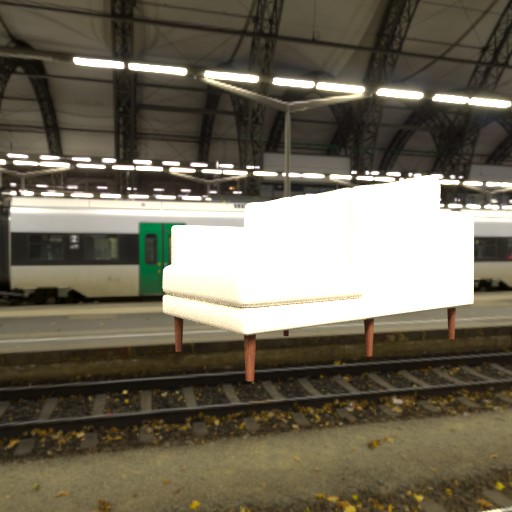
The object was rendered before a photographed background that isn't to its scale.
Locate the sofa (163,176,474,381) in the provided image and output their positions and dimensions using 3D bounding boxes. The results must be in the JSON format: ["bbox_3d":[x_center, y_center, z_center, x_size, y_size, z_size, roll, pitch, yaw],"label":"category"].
[{"bbox_3d":[0.000,0.000,2.834,1.580,0.899,2.029,0,1,-36],"label":"sofa"}]
